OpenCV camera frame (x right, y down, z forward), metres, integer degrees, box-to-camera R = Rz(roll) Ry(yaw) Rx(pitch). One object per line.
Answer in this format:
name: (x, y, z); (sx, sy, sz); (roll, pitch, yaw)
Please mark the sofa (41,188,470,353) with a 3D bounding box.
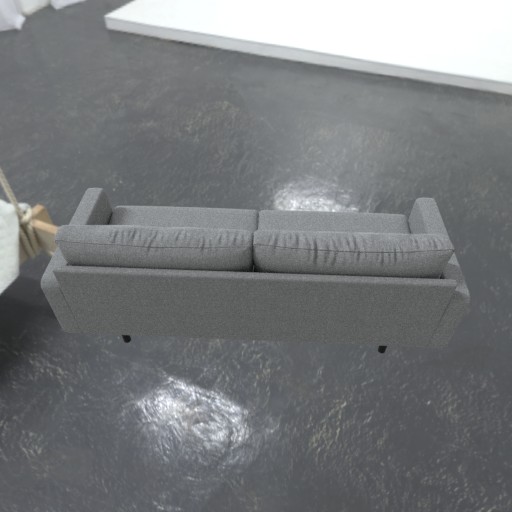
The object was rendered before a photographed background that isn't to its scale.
sofa: (0.000, 0.000, 2.673); (2.200, 0.880, 0.880); (2, 46, 2)
